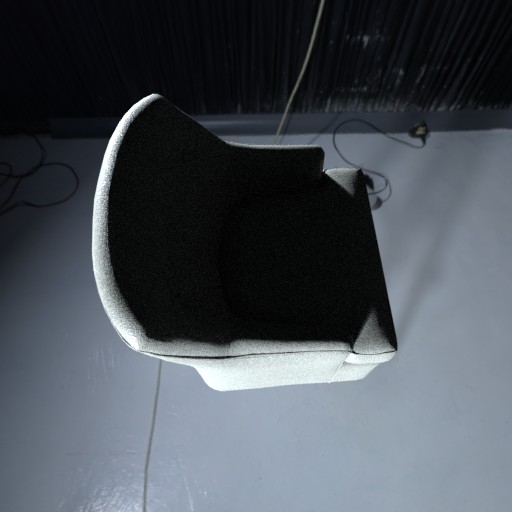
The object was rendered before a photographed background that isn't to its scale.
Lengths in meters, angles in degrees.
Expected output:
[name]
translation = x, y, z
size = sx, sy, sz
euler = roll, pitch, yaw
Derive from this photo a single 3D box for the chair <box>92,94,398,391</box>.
[chair]
translation = 0.000, 0.000, 1.612
size = 0.923, 0.856, 0.864
euler = -3, 63, -1
